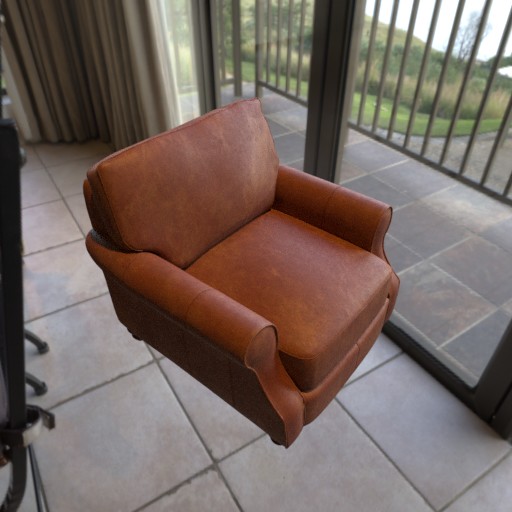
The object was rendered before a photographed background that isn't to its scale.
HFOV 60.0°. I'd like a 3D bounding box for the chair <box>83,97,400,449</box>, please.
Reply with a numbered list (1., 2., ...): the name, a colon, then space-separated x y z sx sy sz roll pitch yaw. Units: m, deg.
1. chair: 0.000 0.000 1.771 0.986 0.962 0.983 27 46 29
